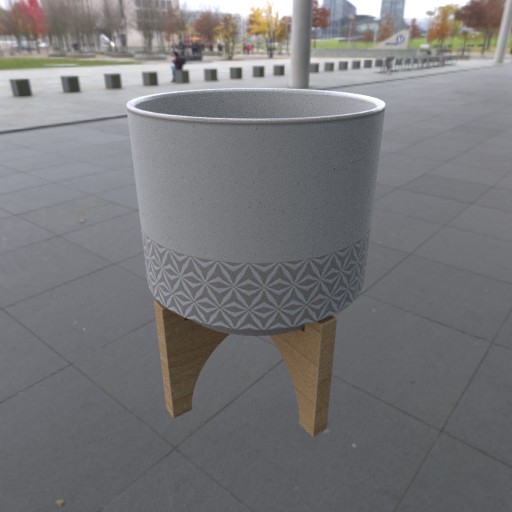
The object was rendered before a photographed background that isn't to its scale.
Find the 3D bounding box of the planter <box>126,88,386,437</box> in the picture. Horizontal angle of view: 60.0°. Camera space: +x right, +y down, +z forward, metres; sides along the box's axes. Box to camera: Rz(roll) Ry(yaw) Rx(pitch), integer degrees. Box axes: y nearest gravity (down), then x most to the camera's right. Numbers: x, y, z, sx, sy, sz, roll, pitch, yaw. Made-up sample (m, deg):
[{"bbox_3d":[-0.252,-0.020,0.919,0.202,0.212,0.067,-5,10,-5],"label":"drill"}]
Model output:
[{"bbox_3d":[0.000,0.000,0.513,0.249,0.343,0.249,0,26,0],"label":"planter"}]
